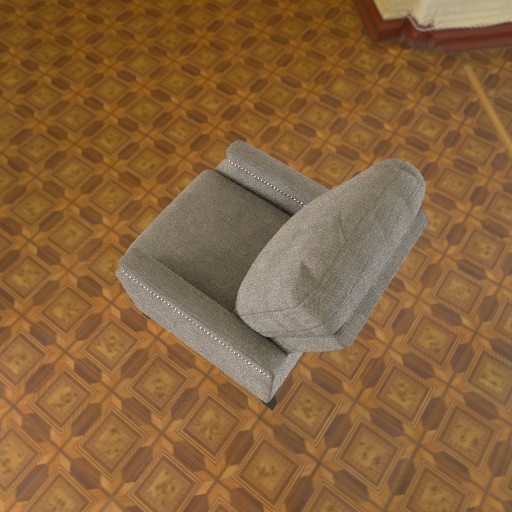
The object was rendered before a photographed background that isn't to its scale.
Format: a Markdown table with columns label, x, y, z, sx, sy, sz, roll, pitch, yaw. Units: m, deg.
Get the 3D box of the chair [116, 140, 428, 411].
| label | x | y | z | sx | sy | sz | roll | pitch | yaw |
| --- | --- | --- | --- | --- | --- | --- | --- | --- | --- |
| chair | 0.000 | 0.000 | 1.663 | 0.922 | 1.049 | 0.710 | 32 | 66 | 16 |
